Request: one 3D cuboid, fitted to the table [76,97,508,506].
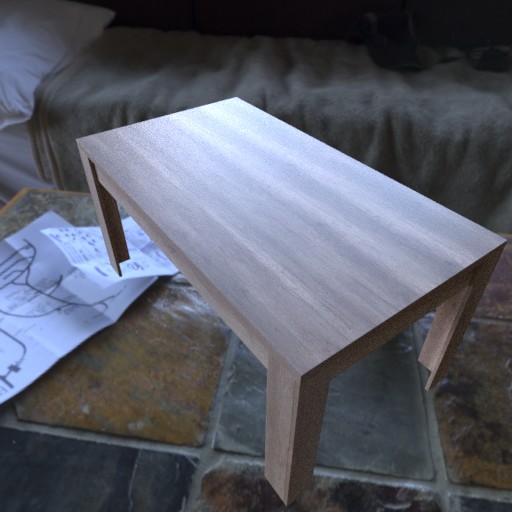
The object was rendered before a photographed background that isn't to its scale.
[{"bbox_3d":[0.000,0.000,2.010,0.900,0.775,1.600,-25,46,-27],"label":"table"}]
